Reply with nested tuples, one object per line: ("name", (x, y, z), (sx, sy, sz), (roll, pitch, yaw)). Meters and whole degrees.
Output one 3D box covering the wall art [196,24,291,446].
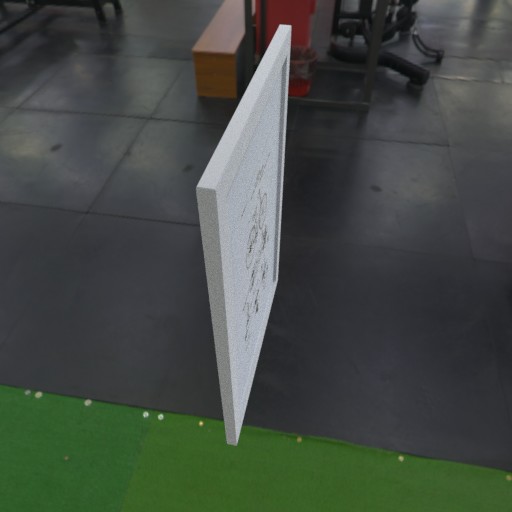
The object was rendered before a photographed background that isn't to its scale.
("wall art", (0.000, 0.000, 0.601), (0.015, 0.477, 0.332), (9, 47, 9))
